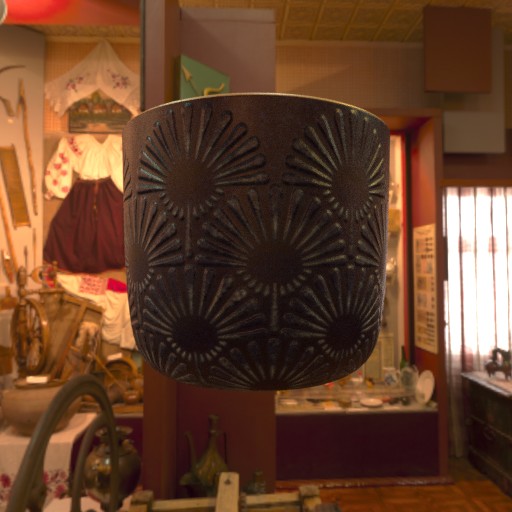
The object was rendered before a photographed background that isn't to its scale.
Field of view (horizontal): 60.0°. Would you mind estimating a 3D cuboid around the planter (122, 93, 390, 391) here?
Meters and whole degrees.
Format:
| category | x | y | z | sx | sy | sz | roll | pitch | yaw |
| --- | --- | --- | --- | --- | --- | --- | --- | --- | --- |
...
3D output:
| category | x | y | z | sx | sy | sz | roll | pitch | yaw |
| --- | --- | --- | --- | --- | --- | --- | --- | --- | --- |
| planter | 0.000 | 0.000 | 0.212 | 0.124 | 0.109 | 0.124 | 0 | -2 | 0 |
